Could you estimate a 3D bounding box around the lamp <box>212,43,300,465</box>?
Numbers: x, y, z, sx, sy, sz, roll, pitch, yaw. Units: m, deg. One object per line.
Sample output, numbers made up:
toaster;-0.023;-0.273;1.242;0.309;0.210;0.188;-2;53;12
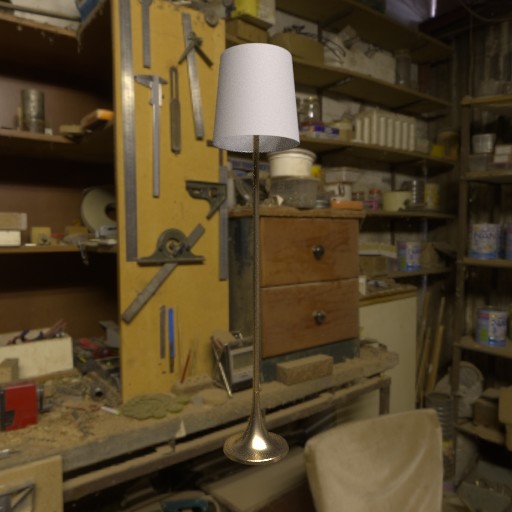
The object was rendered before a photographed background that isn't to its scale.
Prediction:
lamp;0.000;0.000;1.741;0.337;1.543;0.337;0;3;0
